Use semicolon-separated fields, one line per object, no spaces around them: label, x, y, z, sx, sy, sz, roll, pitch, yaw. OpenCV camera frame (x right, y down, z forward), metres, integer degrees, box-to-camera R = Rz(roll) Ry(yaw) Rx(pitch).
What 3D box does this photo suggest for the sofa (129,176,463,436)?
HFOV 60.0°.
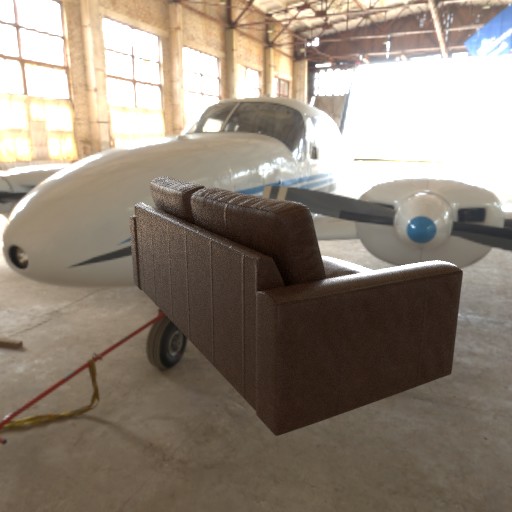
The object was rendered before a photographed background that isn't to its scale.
sofa;0.000;0.000;2.709;1.016;0.873;2.179;-8;16;-28
